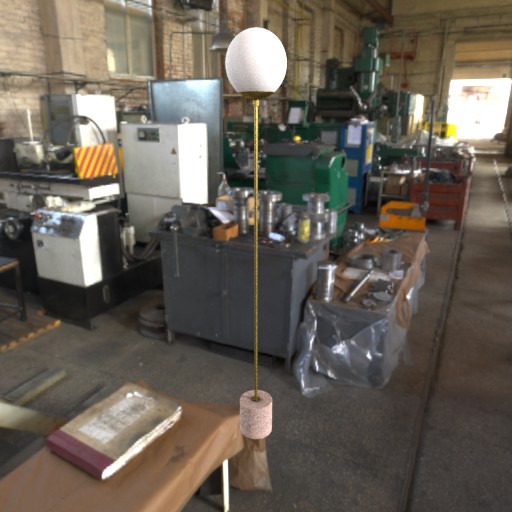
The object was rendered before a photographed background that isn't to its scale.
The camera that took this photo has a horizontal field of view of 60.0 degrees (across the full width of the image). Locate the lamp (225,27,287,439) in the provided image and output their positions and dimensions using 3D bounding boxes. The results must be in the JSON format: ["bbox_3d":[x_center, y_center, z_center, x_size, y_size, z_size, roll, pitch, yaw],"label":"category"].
[{"bbox_3d":[0.000,0.000,1.883,0.229,1.748,0.229,-2,18,-7],"label":"lamp"}]
